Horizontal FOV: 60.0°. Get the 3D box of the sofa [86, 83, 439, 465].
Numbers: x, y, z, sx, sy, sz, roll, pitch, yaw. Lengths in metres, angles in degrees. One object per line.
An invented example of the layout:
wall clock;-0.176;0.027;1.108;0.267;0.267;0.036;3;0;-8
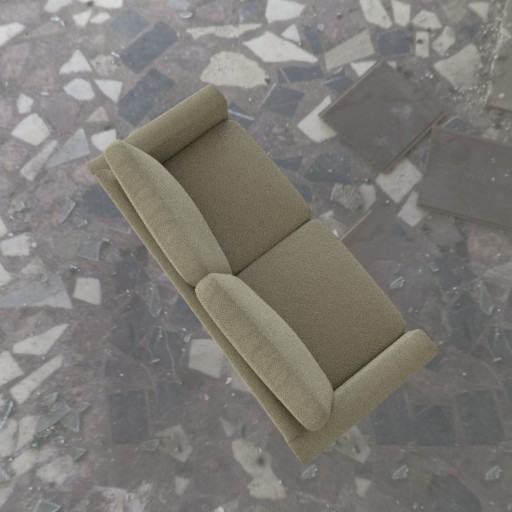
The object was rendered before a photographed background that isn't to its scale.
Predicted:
sofa;0.000;0.000;2.728;1.016;0.873;2.179;-36;78;-9
